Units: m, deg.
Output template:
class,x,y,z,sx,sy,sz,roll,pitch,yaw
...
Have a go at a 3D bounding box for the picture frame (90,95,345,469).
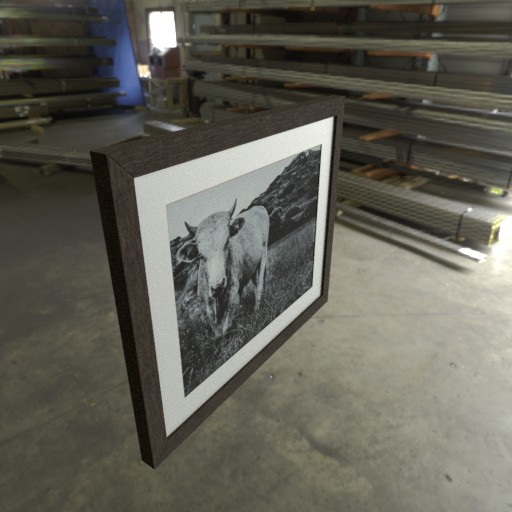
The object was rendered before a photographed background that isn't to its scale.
class,x,y,z,sx,sy,sz,roll,pitch,yaw
picture frame,0.000,0.000,0.741,0.026,0.455,0.546,17,32,31
